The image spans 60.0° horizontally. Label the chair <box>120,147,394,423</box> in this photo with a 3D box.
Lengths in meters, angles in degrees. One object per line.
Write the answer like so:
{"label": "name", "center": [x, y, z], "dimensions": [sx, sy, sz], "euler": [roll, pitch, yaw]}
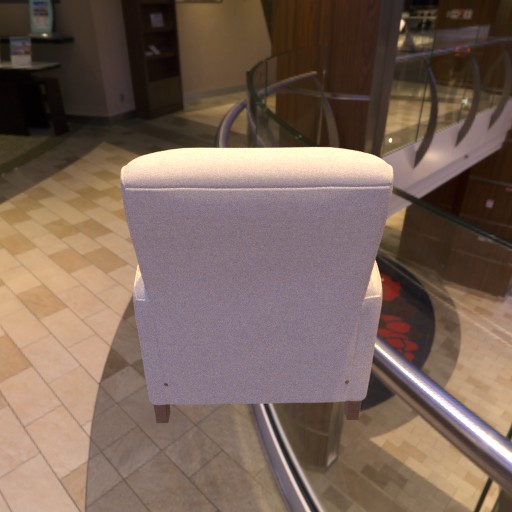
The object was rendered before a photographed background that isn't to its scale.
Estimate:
{"label": "chair", "center": [0.000, 0.000, 1.677], "dimensions": [0.841, 1.023, 0.858], "euler": [-1, 30, -1]}
